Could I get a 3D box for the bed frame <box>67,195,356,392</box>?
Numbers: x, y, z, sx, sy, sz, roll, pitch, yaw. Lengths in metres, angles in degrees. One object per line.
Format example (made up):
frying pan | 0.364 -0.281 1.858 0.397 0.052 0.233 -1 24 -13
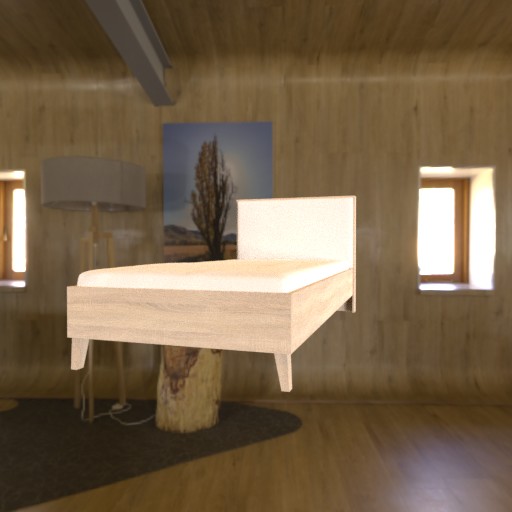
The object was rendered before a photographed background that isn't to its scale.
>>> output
bed frame | 0.000 0.000 2.706 0.990 0.920 2.140 0 1 18
